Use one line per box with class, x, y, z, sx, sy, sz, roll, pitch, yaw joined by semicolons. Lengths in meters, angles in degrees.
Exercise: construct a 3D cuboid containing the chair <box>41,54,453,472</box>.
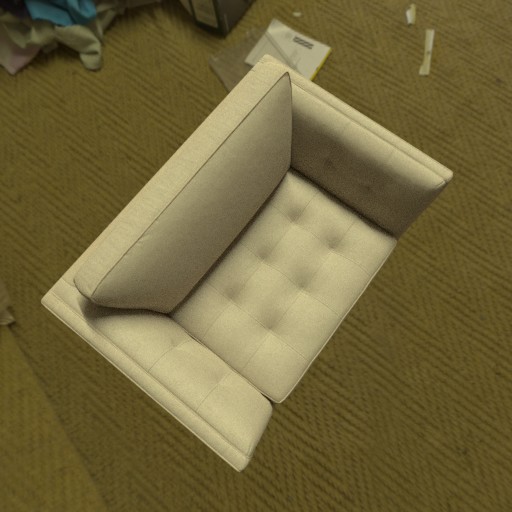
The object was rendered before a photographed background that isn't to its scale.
chair;0.000;0.000;1.994;0.965;0.940;1.397;37;77;10
